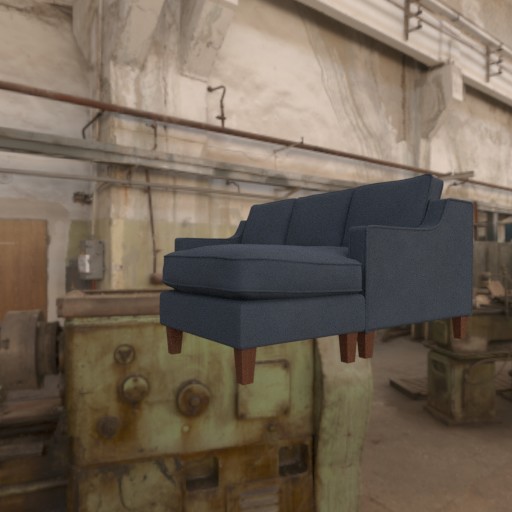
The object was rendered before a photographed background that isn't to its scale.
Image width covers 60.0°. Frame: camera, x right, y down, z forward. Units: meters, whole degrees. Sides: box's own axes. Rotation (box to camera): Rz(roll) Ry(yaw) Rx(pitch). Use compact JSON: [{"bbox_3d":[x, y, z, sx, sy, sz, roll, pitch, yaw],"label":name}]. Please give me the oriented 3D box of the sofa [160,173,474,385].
[{"bbox_3d":[0.000,0.000,3.243,1.858,1.066,2.317,0,0,-36],"label":"sofa"}]
